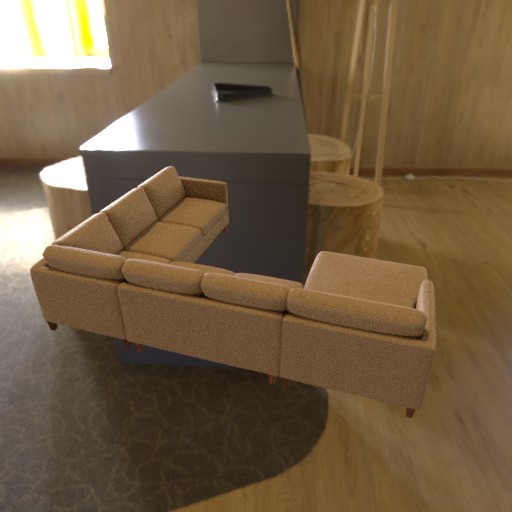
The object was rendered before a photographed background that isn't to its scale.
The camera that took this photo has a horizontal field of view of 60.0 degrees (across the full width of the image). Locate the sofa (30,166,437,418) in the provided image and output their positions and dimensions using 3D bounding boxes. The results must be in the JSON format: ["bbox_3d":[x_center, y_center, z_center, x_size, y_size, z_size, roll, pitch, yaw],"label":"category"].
[{"bbox_3d":[0.000,0.000,4.569,3.403,0.889,2.551,9,32,16],"label":"sofa"}]
